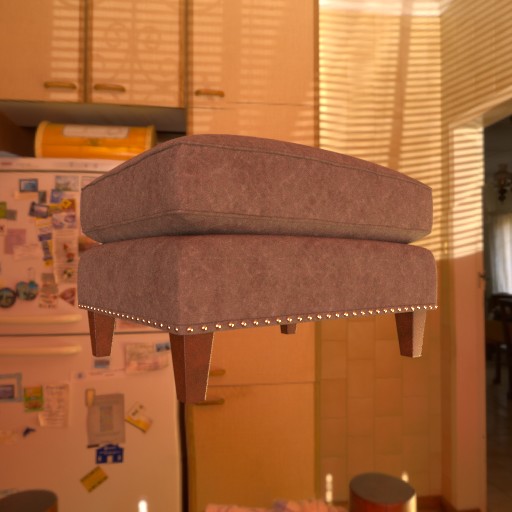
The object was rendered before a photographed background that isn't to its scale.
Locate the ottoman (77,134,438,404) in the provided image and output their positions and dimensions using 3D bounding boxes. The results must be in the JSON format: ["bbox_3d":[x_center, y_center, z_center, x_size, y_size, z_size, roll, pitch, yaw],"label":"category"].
[{"bbox_3d":[0.000,0.000,1.145,0.741,0.513,0.584,1,-2,-37],"label":"ottoman"}]
